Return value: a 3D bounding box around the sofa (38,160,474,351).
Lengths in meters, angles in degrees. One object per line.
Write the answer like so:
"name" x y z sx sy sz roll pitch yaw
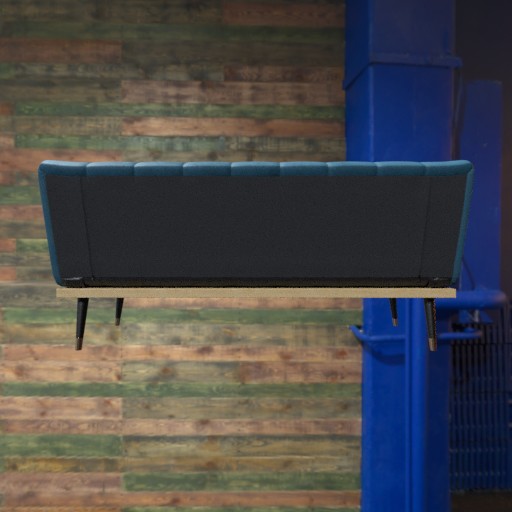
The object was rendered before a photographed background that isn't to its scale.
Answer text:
"sofa" 0.000 0.000 2.233 1.810 0.825 0.830 0 0 0
